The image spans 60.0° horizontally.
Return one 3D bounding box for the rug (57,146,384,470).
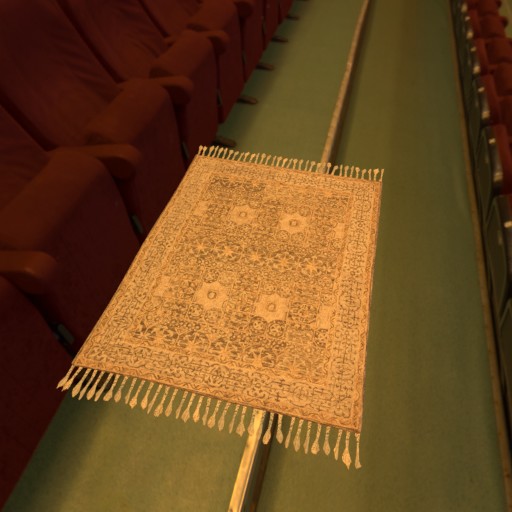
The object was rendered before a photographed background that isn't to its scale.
[{"bbox_3d":[0.000,0.000,3.025,1.619,0.023,2.465,10,48,9],"label":"rug"}]
